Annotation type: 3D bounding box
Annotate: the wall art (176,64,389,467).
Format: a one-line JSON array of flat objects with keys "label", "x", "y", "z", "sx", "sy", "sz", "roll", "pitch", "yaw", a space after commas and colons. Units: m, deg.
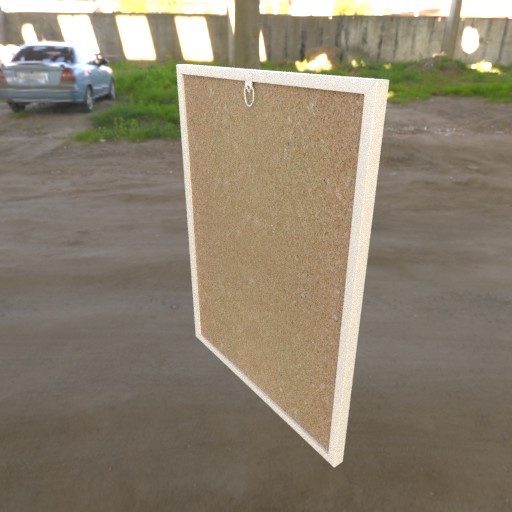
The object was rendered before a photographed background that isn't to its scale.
[{"label": "wall art", "x": 0.000, "y": 0.000, "z": 1.365, "sx": 0.042, "sy": 1.056, "sz": 0.805, "roll": -18, "pitch": 31, "yaw": -33}]
